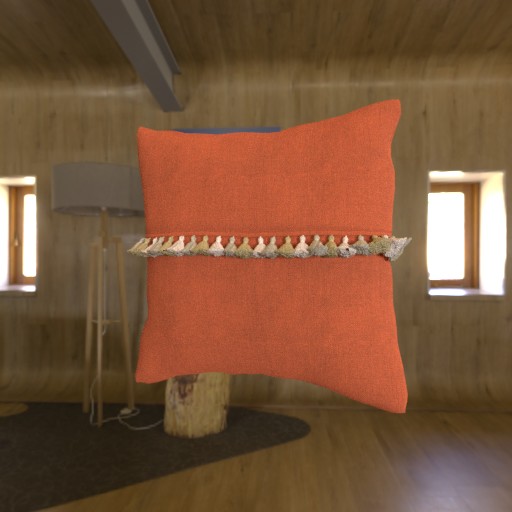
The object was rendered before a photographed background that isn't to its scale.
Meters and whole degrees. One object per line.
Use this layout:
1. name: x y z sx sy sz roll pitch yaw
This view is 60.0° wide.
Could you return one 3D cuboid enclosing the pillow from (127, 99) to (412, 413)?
1. pillow: 0.000 0.000 0.738 0.490 0.482 0.165 0 0 19
